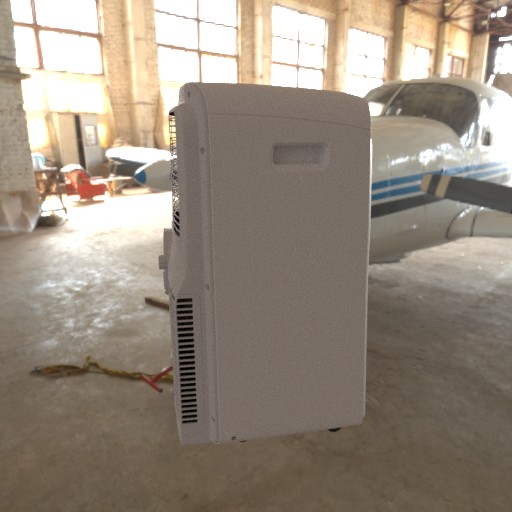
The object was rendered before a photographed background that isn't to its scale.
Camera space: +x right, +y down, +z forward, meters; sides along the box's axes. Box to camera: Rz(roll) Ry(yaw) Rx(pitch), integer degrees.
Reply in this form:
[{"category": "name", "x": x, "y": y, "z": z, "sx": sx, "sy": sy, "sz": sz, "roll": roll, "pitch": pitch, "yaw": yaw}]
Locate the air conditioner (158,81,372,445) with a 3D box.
[{"category": "air conditioner", "x": 0.000, "y": 0.000, "z": 1.085, "sx": 0.467, "sy": 0.765, "sz": 0.478, "roll": -3, "pitch": 16, "yaw": -9}]
